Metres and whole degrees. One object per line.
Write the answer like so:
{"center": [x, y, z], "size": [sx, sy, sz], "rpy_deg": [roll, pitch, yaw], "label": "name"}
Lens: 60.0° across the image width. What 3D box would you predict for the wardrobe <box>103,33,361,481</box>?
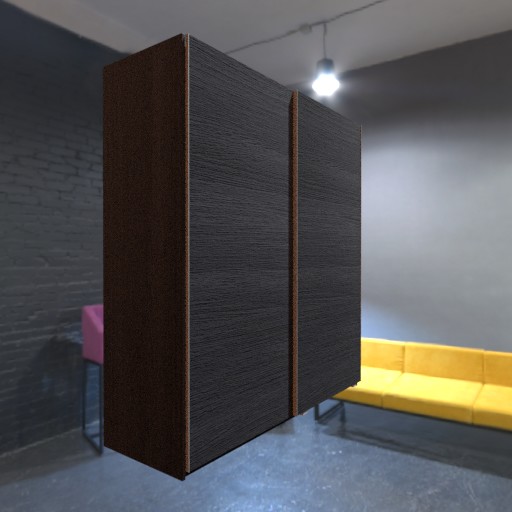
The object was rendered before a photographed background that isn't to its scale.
{"center": [0.000, 0.000, 2.803], "size": [0.629, 1.960, 1.780], "rpy_deg": [0, 0, 37], "label": "wardrobe"}
